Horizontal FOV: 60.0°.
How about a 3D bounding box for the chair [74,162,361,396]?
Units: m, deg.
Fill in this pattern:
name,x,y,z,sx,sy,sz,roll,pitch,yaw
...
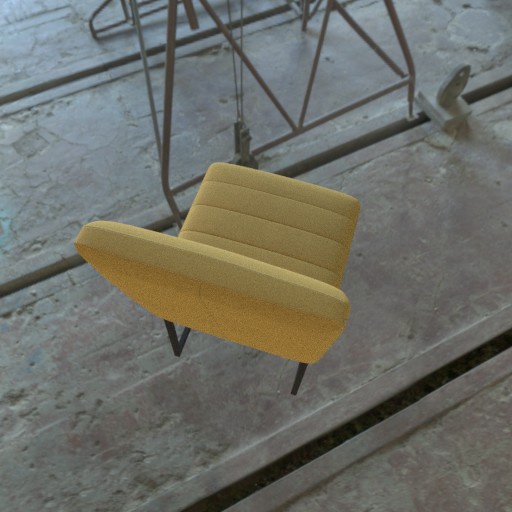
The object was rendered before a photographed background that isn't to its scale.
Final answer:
name,x,y,z,sx,sy,sz,roll,pitch,yaw
chair,0.000,0.000,1.294,0.520,0.930,0.634,16,64,8
